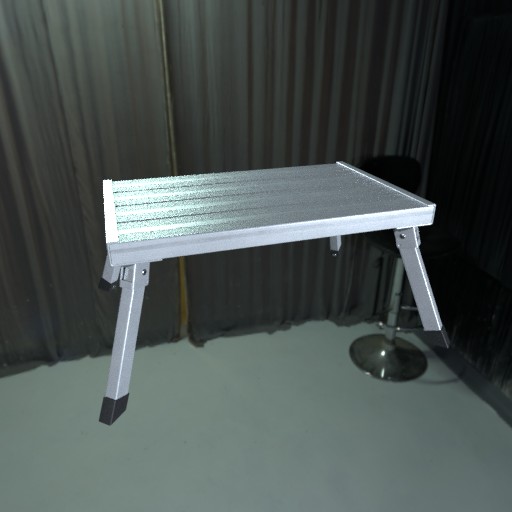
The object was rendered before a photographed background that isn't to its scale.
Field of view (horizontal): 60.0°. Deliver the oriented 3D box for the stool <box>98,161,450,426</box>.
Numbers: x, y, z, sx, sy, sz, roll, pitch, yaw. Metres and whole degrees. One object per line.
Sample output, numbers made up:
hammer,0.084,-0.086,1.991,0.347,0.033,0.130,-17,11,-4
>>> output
stool,0.000,0.000,0.743,0.535,0.225,0.385,-8,26,-16
